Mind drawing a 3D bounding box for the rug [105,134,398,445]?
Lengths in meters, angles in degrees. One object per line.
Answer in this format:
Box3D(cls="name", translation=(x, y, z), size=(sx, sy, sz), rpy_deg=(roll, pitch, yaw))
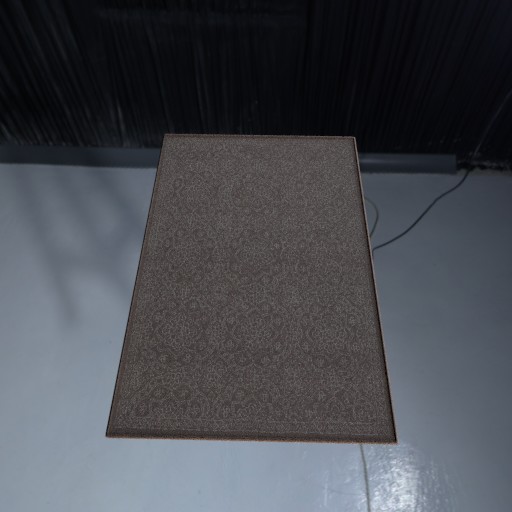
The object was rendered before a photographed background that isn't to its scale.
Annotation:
Box3D(cls="rug", translation=(0.000, 0.000, 2.915), size=(1.524, 0.011, 2.286), rpy_deg=(1, 57, 1))
